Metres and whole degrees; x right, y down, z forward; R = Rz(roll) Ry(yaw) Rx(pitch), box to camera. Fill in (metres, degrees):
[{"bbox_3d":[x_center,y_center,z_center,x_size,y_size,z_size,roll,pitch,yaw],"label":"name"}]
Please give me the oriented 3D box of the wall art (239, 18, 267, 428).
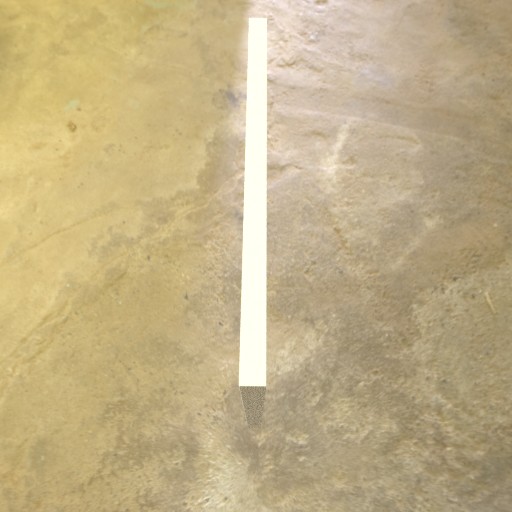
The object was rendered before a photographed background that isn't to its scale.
[{"bbox_3d":[0.000,0.000,1.127,0.038,0.761,0.763,1,65,0],"label":"wall art"}]
